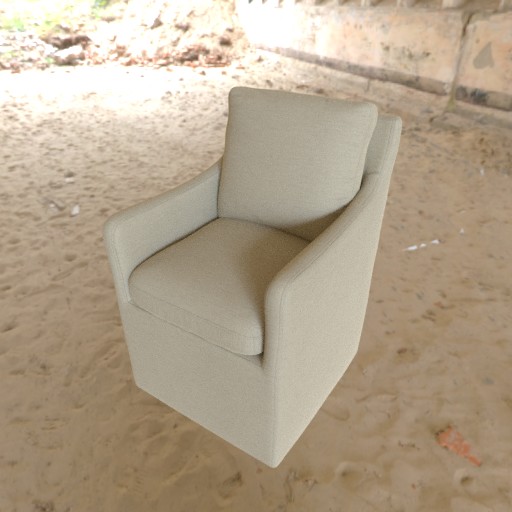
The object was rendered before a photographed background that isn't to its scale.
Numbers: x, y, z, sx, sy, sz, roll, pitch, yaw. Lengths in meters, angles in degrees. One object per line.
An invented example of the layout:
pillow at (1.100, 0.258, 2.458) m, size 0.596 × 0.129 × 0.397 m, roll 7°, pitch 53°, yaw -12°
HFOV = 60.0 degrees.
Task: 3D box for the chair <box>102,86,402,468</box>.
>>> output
chair at (0.000, 0.000, 1.393) m, size 0.626 × 0.914 × 0.694 m, roll 19°, pitch 35°, yaw 29°
